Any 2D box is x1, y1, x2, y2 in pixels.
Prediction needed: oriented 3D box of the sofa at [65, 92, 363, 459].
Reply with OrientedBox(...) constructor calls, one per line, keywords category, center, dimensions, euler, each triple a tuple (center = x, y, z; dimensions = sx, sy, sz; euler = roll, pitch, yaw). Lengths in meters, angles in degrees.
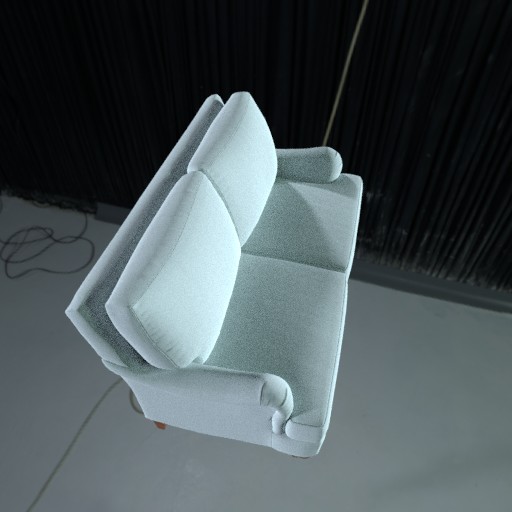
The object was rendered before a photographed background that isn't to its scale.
OrientedBox(category="sofa", center=(0.000, 0.000, 2.512), dimensions=(1.084, 1.101, 1.853), euler=(10, 48, 10))
